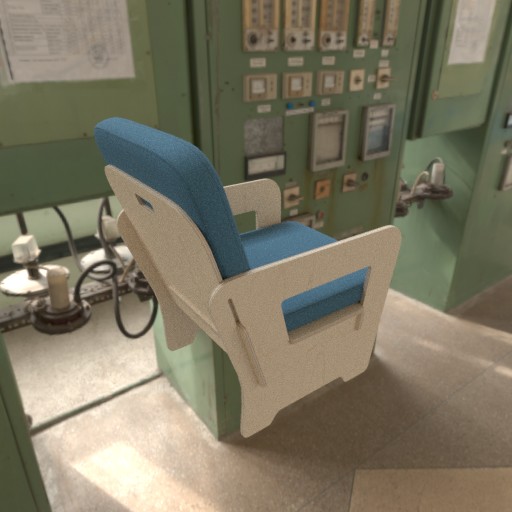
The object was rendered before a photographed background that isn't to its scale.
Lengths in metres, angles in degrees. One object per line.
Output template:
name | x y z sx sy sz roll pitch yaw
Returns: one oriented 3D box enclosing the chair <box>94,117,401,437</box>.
chair | 0.000 0.000 1.213 0.657 0.747 0.547 -17 31 -31
